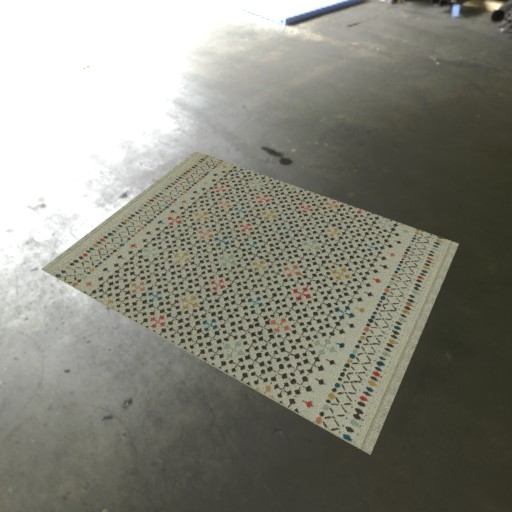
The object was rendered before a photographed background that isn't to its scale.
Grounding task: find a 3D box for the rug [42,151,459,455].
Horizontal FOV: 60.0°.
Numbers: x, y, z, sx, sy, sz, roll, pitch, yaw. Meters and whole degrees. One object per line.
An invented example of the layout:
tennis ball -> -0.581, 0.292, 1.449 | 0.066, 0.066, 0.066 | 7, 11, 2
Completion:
rug -> 0.000, 0.000, 4.197 | 3.196, 0.007, 2.354 | 23, 50, 22
